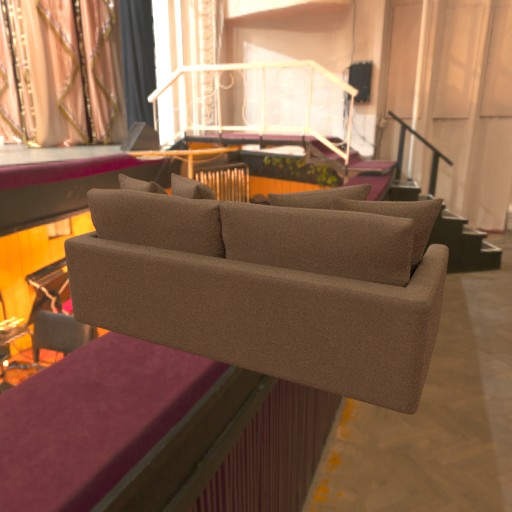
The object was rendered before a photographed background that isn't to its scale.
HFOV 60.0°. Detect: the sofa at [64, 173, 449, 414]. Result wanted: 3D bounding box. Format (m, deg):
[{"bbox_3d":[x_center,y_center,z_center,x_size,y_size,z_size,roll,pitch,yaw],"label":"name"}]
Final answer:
[{"bbox_3d":[0.000,0.000,3.055,2.380,1.084,1.228,9,19,26],"label":"sofa"}]
